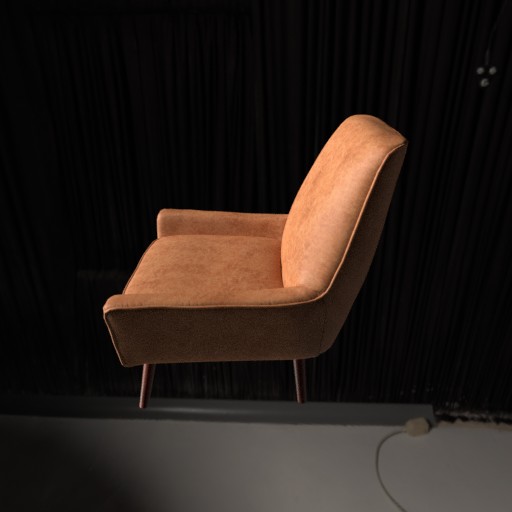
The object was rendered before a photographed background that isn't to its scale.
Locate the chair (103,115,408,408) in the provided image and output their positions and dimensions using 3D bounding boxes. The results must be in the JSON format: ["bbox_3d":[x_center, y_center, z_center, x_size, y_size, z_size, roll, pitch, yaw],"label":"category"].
[{"bbox_3d":[0.000,0.000,1.522,0.851,0.883,0.753,1,27,1],"label":"chair"}]
